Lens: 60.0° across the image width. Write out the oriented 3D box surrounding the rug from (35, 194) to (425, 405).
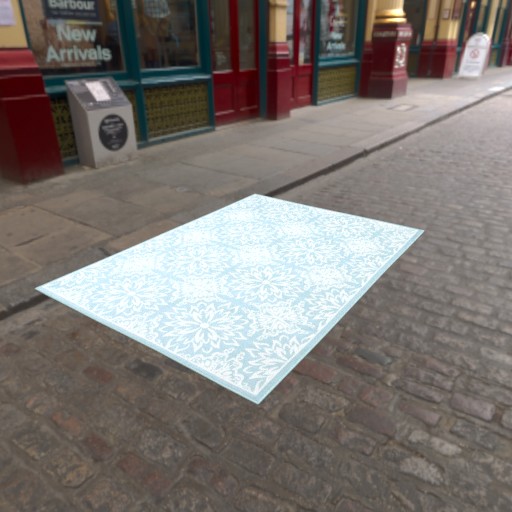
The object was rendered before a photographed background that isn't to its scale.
[{"bbox_3d":[0.000,0.000,2.968,1.589,0.014,2.205,17,30,31],"label":"rug"}]
